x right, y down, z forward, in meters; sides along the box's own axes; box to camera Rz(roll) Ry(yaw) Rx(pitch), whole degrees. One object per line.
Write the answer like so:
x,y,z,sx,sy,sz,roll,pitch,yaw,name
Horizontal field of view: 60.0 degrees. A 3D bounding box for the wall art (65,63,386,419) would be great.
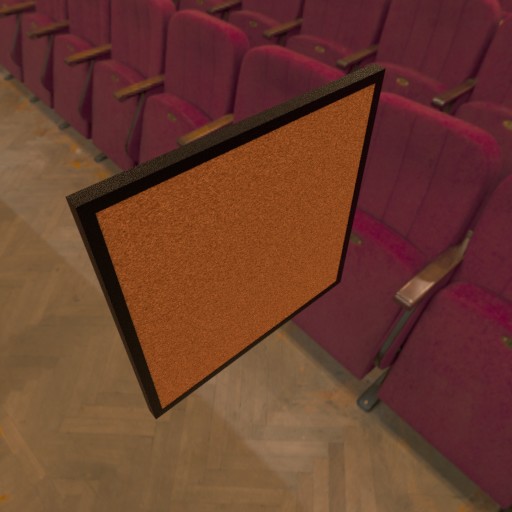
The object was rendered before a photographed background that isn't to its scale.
0.000,0.000,1.126,0.756,0.755,0.036,-32,54,-27,wall art
